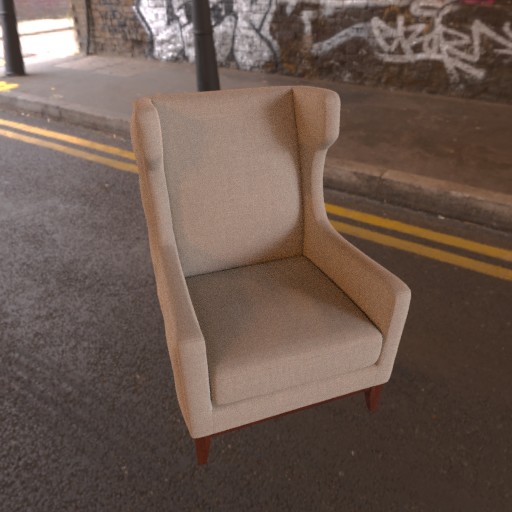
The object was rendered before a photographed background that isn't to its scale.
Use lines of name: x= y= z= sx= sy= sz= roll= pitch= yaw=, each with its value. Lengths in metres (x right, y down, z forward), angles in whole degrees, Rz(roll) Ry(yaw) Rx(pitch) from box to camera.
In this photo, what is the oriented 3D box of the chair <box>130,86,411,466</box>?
chair: x=0.000 y=0.000 z=1.655 sx=0.778 sy=1.079 sz=0.899 roll=-11 pitch=34 yaw=-16
